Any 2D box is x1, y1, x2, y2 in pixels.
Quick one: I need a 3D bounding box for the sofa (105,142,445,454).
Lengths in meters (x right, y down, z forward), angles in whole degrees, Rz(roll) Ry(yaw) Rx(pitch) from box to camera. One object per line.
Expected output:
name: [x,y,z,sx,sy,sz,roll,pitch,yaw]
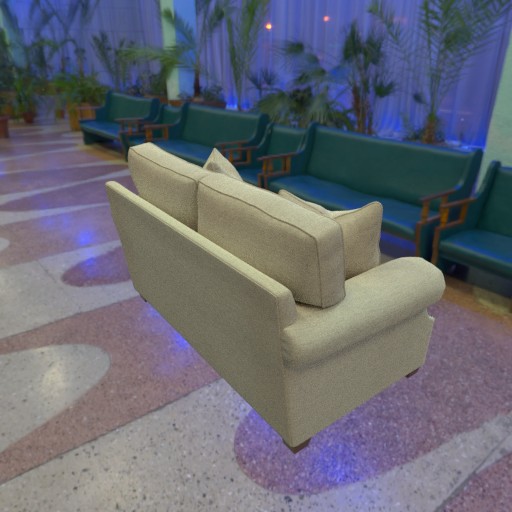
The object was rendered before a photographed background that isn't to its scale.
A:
sofa: [0.000,0.000,2.288,0.966,0.966,1.701,-18,31,-32]
